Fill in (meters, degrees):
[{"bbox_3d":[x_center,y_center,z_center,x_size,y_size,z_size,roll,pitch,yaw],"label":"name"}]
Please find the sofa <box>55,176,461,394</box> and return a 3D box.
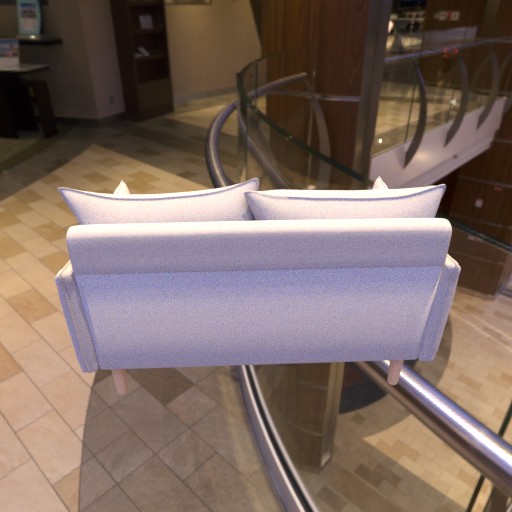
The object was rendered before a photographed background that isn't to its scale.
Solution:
[{"bbox_3d":[0.000,0.000,1.817,1.300,0.840,0.820,-1,30,-2],"label":"sofa"}]
